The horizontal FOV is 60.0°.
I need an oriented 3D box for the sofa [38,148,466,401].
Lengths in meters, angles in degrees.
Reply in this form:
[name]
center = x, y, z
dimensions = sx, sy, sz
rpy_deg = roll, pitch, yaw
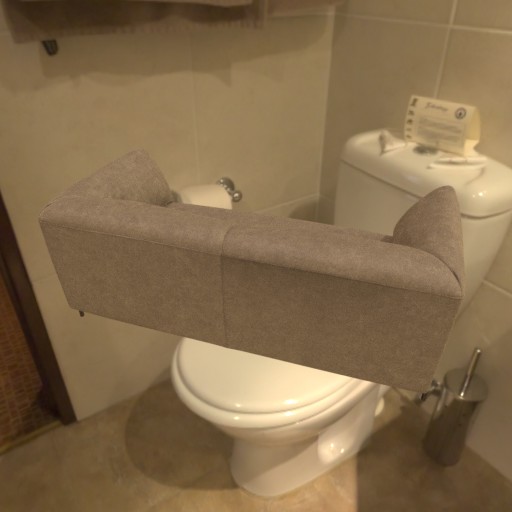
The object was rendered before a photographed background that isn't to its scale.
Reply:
[sofa]
center = 0.000, 0.000, 2.314
dimensions = 1.878, 0.747, 0.905
rpy_deg = 10, 34, 15
